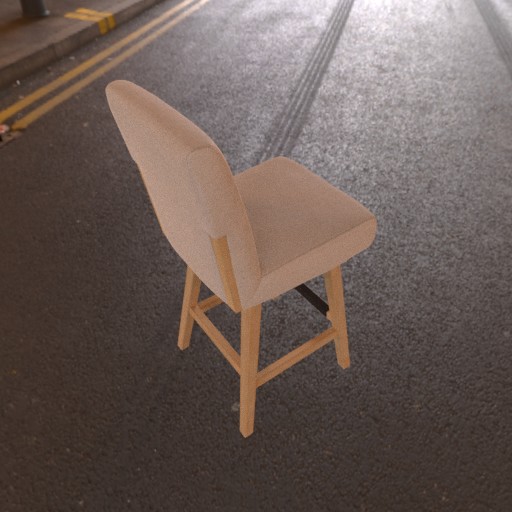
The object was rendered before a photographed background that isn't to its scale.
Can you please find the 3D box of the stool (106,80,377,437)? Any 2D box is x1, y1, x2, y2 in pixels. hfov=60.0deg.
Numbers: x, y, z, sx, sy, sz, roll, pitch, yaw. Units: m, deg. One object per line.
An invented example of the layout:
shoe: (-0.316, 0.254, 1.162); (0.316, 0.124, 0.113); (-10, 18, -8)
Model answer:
stool: (0.000, 0.000, 1.287); (0.543, 1.015, 0.446); (-26, 48, -26)
